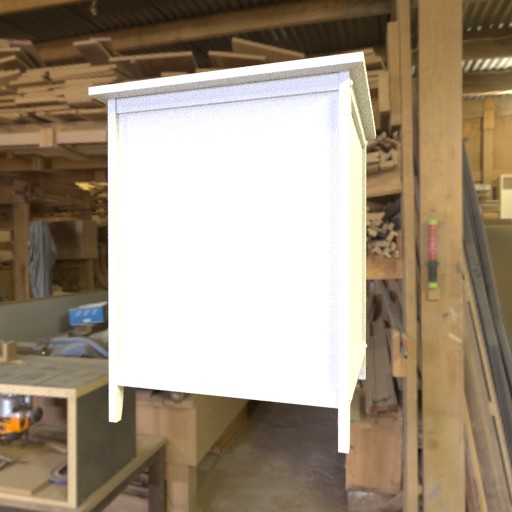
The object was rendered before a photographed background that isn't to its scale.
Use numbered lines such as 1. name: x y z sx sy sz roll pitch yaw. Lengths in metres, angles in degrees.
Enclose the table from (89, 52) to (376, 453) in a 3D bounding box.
1. table: 0.000 0.000 0.758 0.381 0.483 0.381 0 1 17
